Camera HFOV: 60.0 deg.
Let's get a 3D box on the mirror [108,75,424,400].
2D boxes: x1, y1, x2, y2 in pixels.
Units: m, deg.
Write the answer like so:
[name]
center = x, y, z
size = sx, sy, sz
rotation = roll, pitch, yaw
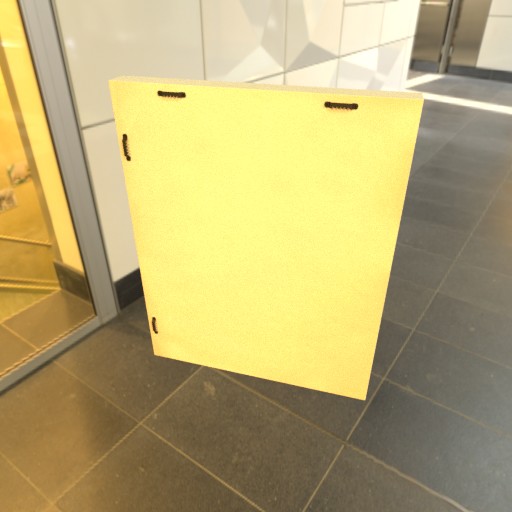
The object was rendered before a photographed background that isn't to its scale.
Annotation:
[mirror]
center = 0.000, 0.000, 0.699
size = 0.406, 0.509, 0.041
rotation = 9, 33, 13
